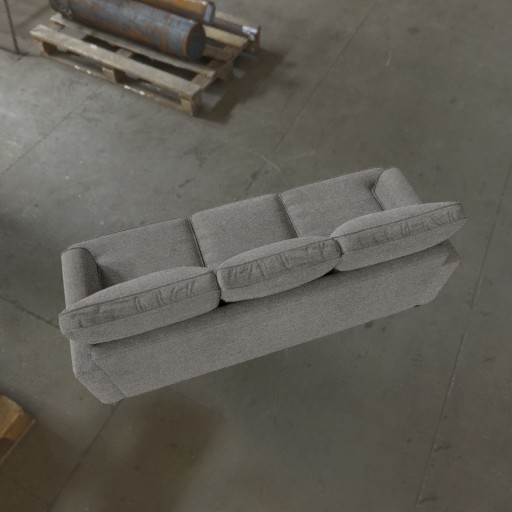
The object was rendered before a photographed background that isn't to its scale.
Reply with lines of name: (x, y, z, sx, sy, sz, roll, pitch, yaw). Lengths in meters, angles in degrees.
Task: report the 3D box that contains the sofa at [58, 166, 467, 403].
sofa: (0.000, 0.000, 2.629, 2.158, 0.965, 0.951, -15, 58, -10)
